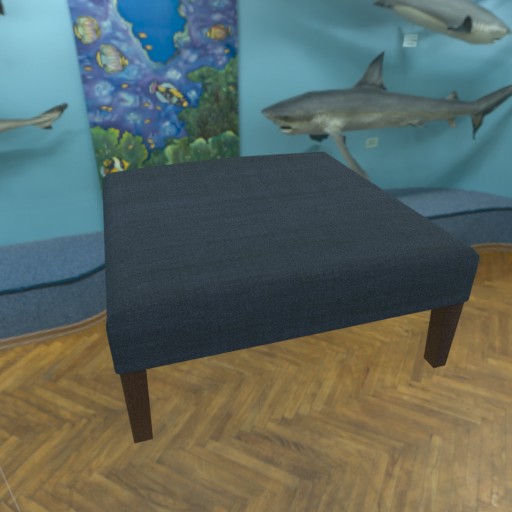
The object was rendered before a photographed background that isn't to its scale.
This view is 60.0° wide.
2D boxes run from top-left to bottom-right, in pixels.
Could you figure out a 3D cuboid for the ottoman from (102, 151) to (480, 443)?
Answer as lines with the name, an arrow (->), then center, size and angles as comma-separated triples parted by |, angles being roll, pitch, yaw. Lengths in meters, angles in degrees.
ottoman -> 0.000, 0.000, 1.414 | 0.890, 0.411, 0.889 | -9, 31, -15
